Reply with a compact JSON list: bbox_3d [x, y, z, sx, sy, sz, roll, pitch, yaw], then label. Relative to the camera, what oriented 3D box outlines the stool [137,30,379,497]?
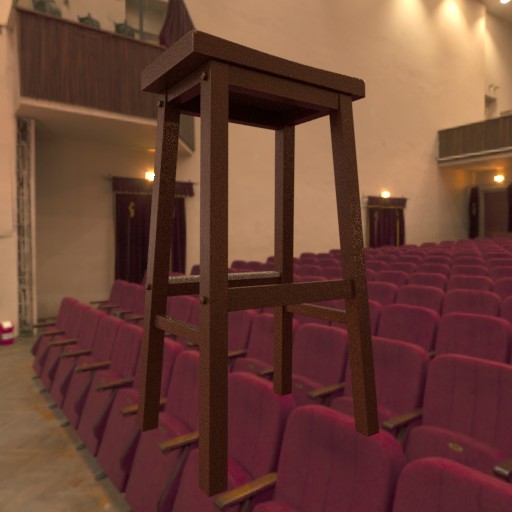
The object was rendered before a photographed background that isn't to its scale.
[{"bbox_3d":[0.000,0.000,0.929,0.406,0.742,0.322,-2,3,-35],"label":"stool"}]
